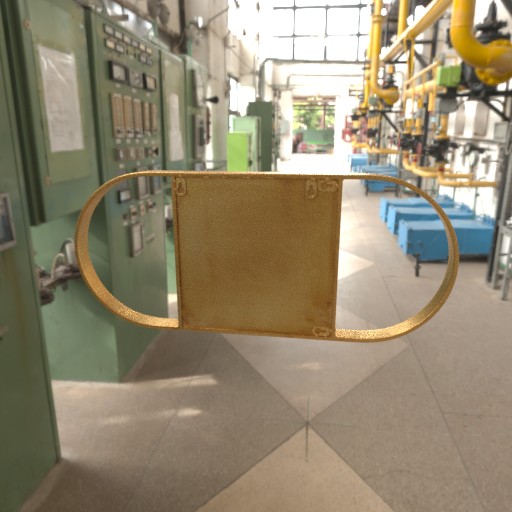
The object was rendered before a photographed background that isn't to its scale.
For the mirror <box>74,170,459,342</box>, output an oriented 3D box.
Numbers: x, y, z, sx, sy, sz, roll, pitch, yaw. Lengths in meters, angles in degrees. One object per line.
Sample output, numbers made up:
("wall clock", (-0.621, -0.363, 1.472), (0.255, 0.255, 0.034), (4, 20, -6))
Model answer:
("mirror", (0.000, 0.000, 0.683), (0.584, 0.254, 0.032), (2, 16, 8))
